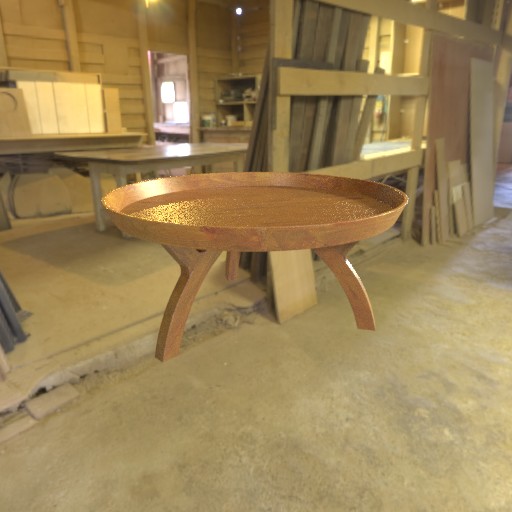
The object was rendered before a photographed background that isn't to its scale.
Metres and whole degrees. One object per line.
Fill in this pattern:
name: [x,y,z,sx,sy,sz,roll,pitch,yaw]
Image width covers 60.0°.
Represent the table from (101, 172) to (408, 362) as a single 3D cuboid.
table: [0.000,0.000,1.597,1.016,0.470,1.016,0,18,0]
